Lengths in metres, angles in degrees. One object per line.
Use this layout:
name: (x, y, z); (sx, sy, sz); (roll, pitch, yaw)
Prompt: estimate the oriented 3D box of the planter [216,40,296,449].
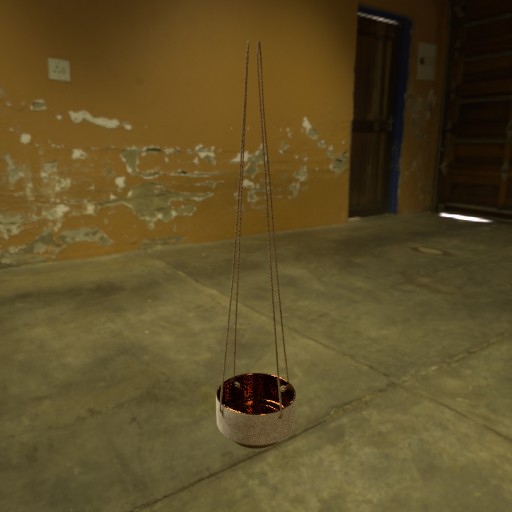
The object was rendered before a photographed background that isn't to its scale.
planter: (0.000, 0.000, 1.148); (0.223, 1.030, 0.223); (2, 13, 10)
